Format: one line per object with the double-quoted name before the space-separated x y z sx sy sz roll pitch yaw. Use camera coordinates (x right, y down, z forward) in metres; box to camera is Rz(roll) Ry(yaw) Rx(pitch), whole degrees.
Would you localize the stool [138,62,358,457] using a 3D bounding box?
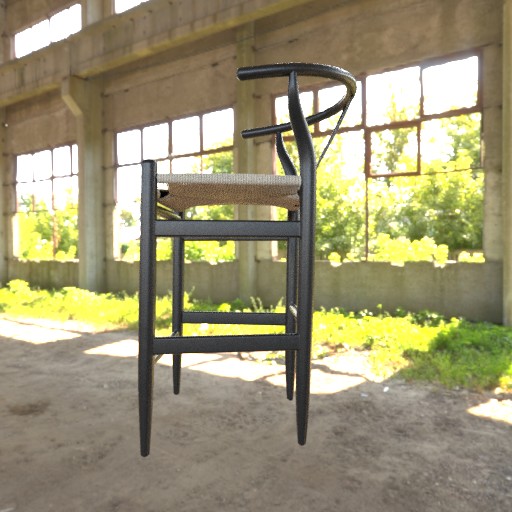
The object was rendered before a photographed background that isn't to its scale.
"stool" 0.000 0.000 1.310 0.579 0.970 0.569 0 1 -1
